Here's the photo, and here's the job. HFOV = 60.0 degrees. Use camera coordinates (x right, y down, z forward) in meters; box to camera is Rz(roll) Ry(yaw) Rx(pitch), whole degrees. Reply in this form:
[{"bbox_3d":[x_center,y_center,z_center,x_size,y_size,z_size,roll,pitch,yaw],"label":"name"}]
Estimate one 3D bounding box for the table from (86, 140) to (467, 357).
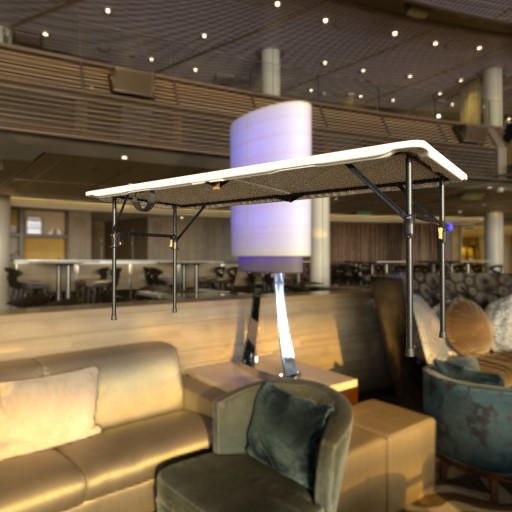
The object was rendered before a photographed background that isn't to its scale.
[{"bbox_3d":[0.000,0.000,2.225,1.829,0.719,0.761,-1,-1,36],"label":"table"}]
